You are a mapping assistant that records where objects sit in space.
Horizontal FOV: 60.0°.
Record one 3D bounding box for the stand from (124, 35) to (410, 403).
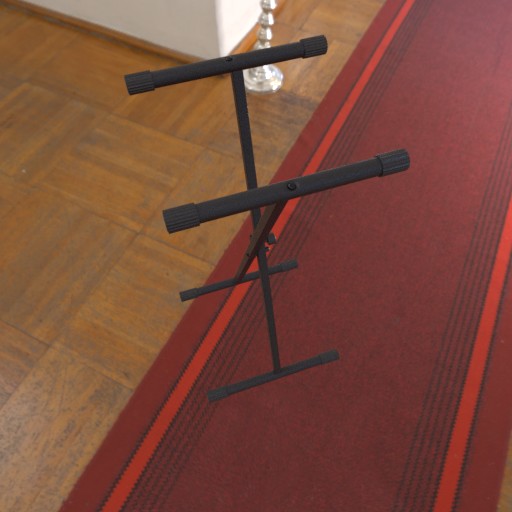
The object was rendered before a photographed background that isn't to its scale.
[{"bbox_3d":[0.000,0.000,1.153,0.449,0.940,0.409,-16,60,-10],"label":"stand"}]
